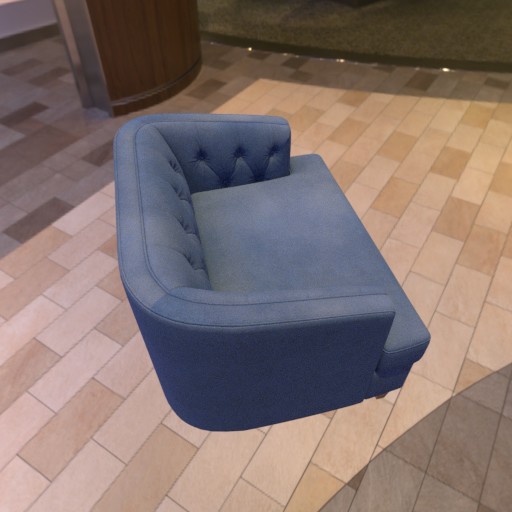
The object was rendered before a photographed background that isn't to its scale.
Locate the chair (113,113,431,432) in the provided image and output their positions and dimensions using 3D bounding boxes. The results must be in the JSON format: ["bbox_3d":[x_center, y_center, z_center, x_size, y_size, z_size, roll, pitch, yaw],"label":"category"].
[{"bbox_3d":[0.000,0.000,1.741,0.914,0.787,1.118,-10,47,-10],"label":"chair"}]
